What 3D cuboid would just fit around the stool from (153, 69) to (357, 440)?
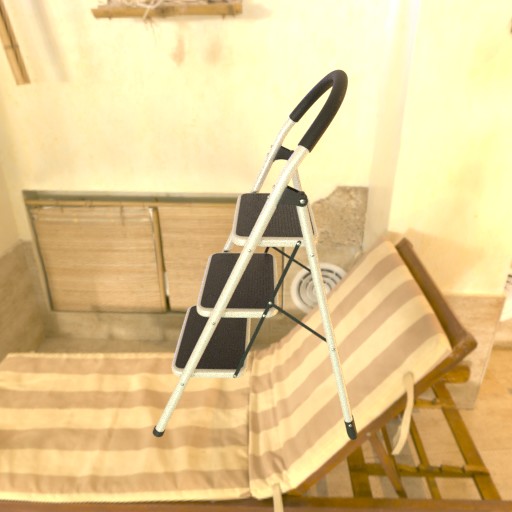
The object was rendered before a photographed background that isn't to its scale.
[{"bbox_3d":[0.000,0.000,1.428,0.676,1.109,0.485,0,26,1],"label":"stool"}]
